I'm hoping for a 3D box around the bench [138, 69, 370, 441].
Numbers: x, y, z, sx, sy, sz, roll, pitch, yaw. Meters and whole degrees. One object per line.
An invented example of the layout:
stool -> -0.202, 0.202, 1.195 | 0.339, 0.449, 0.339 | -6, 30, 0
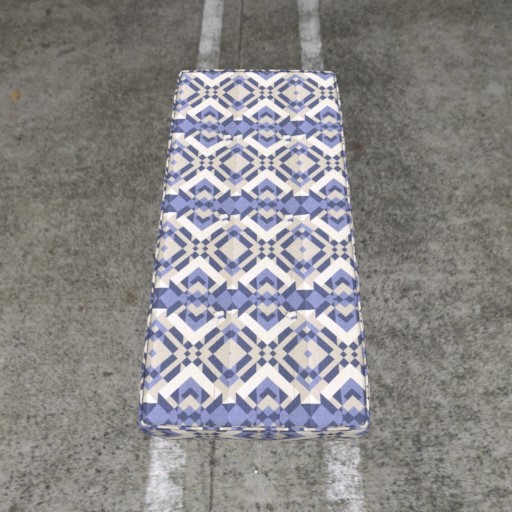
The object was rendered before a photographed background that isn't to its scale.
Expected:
bench -> 0.000, 0.000, 1.302 | 0.492, 0.477, 1.016 | 0, 64, 0
